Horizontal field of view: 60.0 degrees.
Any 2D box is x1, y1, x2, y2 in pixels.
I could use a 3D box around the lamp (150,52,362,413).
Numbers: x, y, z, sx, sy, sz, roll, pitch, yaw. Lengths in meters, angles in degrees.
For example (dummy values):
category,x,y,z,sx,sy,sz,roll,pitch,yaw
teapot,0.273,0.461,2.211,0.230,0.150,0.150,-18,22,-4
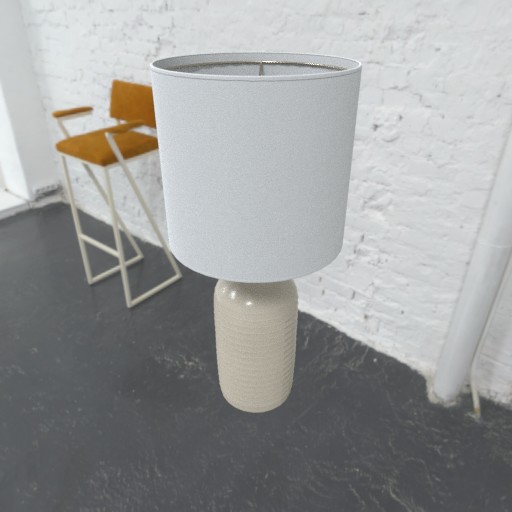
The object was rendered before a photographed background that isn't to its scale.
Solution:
category,x,y,z,sx,sy,sz,roll,pitch,yaw
lamp,0.000,0.000,0.588,0.220,0.475,0.220,9,31,15
